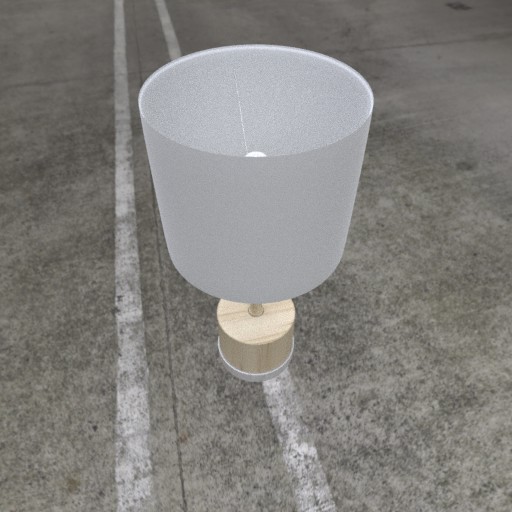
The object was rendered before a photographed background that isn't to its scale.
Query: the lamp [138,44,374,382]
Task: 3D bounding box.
[{"bbox_3d":[0.000,0.000,0.604,0.229,0.470,0.229,-10,47,-9],"label":"lamp"}]
